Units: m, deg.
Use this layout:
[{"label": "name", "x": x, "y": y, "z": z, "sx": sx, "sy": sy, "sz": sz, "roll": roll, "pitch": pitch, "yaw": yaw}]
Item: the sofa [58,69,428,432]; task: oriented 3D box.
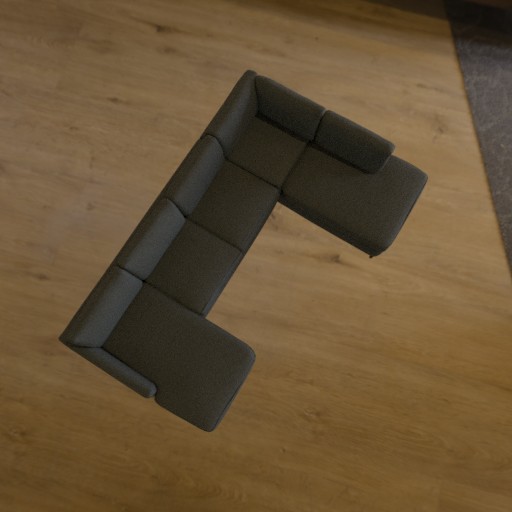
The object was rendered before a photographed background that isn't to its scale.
[{"label": "sofa", "x": 0.000, "y": 0.000, "z": 3.938, "sx": 1.984, "sy": 0.858, "sz": 2.975, "roll": 31, "pitch": 78, "yaw": 7}]
